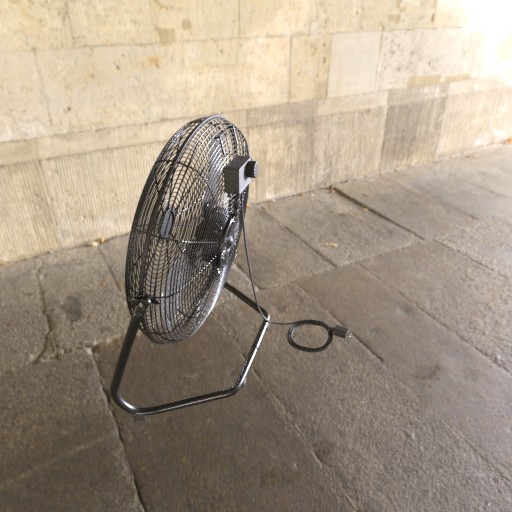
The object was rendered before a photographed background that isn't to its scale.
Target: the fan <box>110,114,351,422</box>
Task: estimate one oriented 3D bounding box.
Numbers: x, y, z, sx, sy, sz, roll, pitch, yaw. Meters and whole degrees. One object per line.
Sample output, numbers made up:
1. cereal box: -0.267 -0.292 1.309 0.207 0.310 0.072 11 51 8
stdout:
1. fan: 0.000 0.000 1.012 0.470 0.605 0.595 9 32 14
